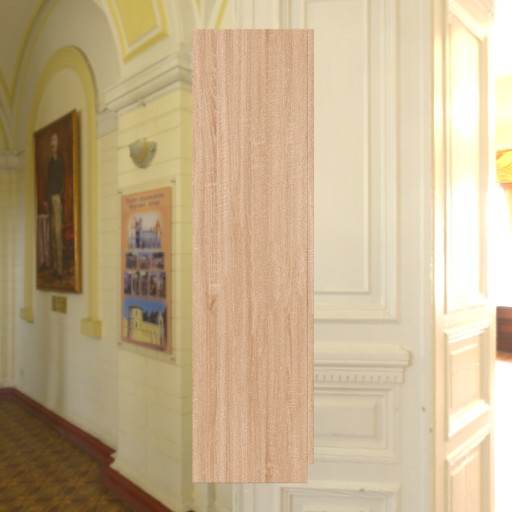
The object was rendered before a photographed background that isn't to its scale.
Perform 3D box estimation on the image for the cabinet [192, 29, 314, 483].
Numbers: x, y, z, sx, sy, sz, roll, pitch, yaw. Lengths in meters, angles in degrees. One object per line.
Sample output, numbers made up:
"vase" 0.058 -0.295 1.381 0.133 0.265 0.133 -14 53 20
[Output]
"cabinet" 0.000 0.000 2.817 0.590 2.120 1.500 0 0 0
